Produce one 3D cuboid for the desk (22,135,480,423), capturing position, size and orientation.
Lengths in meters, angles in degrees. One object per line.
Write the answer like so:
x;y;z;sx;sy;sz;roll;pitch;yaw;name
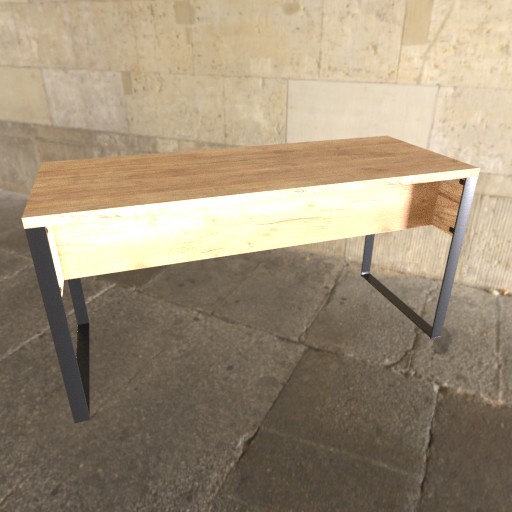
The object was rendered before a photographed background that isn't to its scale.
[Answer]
0.000;0.000;1.823;1.520;0.760;0.600;-9;28;-17;desk
